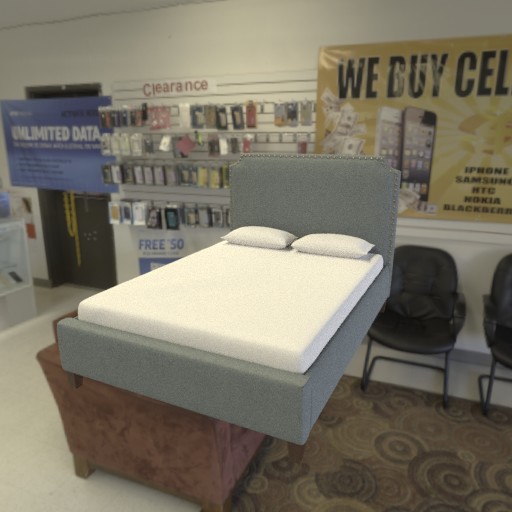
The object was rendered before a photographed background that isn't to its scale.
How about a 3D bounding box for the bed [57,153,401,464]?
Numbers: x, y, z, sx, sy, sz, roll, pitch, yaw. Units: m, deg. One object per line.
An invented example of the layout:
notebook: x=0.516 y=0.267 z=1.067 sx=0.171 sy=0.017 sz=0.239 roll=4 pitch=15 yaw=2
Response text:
bed: x=0.000 y=0.000 z=3.411 sx=1.712 sy=1.443 sz=2.372 roll=7 pitch=17 yaw=25
